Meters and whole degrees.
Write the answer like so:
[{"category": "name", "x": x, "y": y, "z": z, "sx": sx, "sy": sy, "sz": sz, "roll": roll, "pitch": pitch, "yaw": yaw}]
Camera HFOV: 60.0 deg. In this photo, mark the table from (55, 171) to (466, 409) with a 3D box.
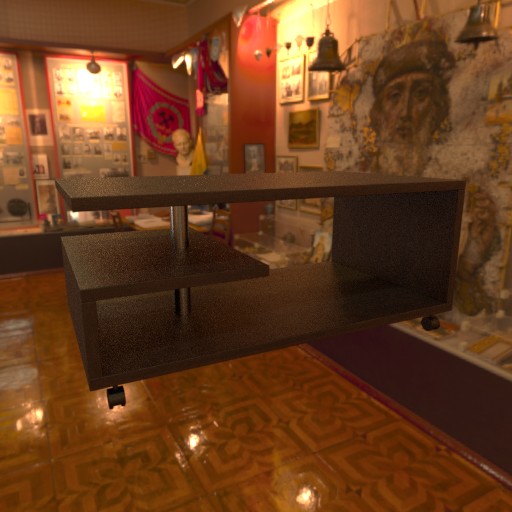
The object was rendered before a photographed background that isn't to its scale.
[{"category": "table", "x": 0.000, "y": 0.000, "z": 1.349, "sx": 1.050, "sy": 0.460, "sz": 0.590, "roll": -7, "pitch": 15, "yaw": -26}]
